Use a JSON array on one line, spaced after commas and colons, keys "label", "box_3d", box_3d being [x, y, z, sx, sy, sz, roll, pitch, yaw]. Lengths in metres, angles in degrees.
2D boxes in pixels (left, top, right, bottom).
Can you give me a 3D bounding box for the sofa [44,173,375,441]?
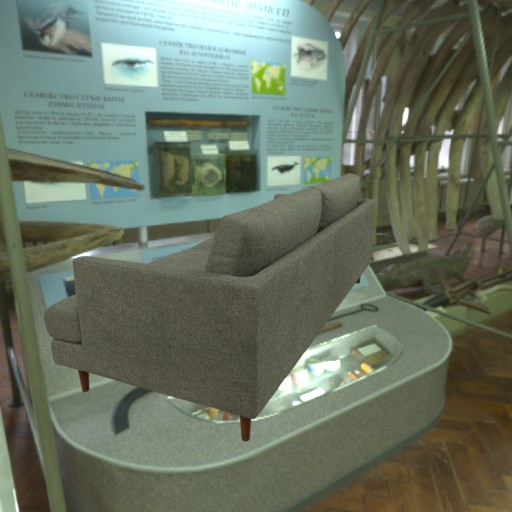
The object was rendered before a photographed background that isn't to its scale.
[{"label": "sofa", "box_3d": [0.000, 0.000, 2.690, 1.020, 0.868, 2.250, 7, 17, 23]}]
